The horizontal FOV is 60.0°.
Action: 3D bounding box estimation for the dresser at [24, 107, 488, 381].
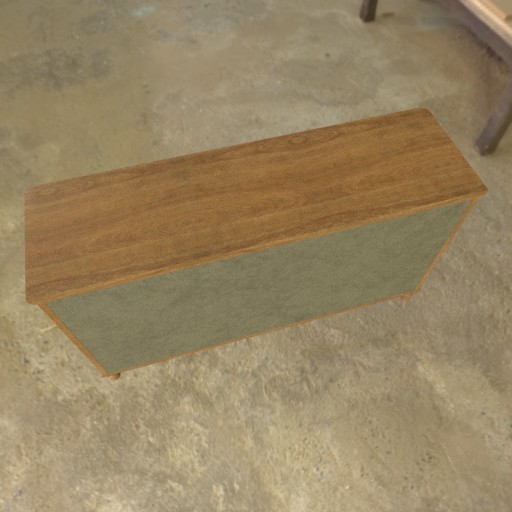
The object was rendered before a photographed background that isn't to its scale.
[{"bbox_3d":[0.000,0.000,1.951,1.583,0.892,0.468,-14,59,-9],"label":"dresser"}]
